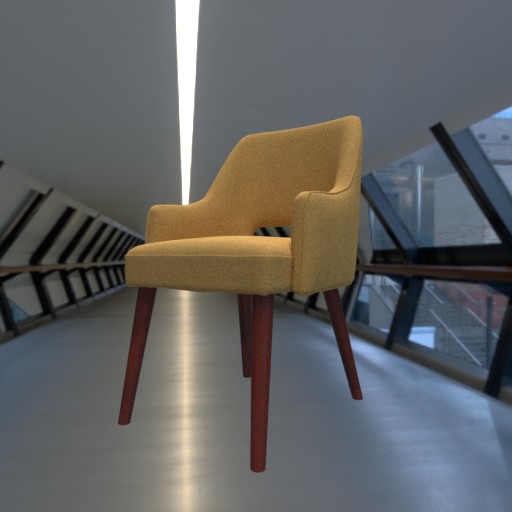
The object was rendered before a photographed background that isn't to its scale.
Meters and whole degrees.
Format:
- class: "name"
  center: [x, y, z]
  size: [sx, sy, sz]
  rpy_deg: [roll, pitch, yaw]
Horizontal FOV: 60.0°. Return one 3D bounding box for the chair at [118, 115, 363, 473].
- class: "chair"
  center: [0.000, 0.000, 1.239]
  size: [0.548, 0.849, 0.605]
  rpy_deg: [0, 1, 35]
